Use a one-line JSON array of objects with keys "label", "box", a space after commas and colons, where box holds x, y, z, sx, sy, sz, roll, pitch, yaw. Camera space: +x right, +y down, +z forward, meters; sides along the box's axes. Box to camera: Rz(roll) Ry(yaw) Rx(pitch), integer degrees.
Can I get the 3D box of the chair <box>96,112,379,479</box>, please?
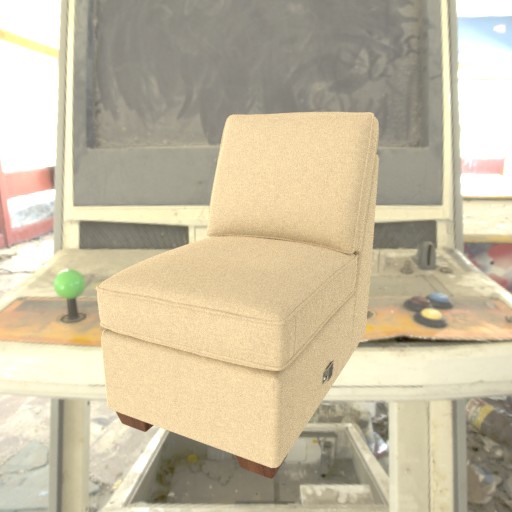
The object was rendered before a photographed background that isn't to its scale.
[{"label": "chair", "box": [0.000, 0.000, 1.529, 0.621, 0.970, 0.938, 8, 17, 26]}]
